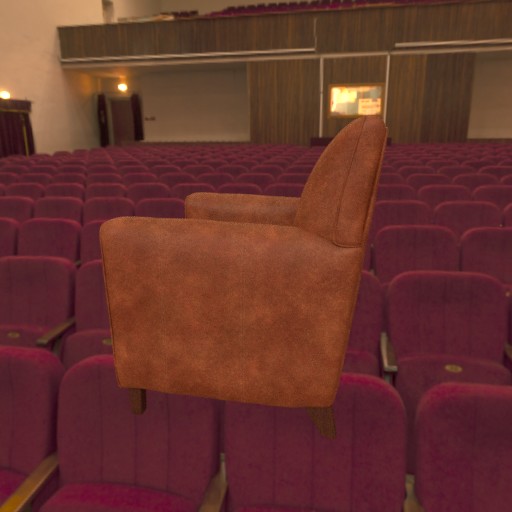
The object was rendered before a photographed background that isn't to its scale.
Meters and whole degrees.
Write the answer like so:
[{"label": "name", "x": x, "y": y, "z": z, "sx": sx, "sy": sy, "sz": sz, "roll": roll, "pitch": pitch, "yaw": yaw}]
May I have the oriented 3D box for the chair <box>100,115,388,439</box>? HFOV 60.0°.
[{"label": "chair", "x": 0.000, "y": 0.000, "z": 1.643, "sx": 0.823, "sy": 0.943, "sz": 0.870, "roll": 3, "pitch": 14, "yaw": 10}]
